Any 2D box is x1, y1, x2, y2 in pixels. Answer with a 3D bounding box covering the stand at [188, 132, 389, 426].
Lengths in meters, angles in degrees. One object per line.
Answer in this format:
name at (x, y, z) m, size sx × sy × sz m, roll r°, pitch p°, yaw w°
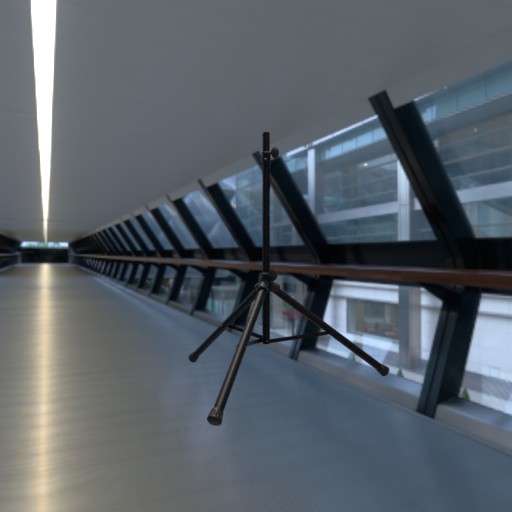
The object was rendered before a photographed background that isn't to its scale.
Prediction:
stand at (0.000, 0.000, 1.878) m, size 1.045 × 1.136 × 0.907 m, roll 0°, pitch -1°, yaw 19°
